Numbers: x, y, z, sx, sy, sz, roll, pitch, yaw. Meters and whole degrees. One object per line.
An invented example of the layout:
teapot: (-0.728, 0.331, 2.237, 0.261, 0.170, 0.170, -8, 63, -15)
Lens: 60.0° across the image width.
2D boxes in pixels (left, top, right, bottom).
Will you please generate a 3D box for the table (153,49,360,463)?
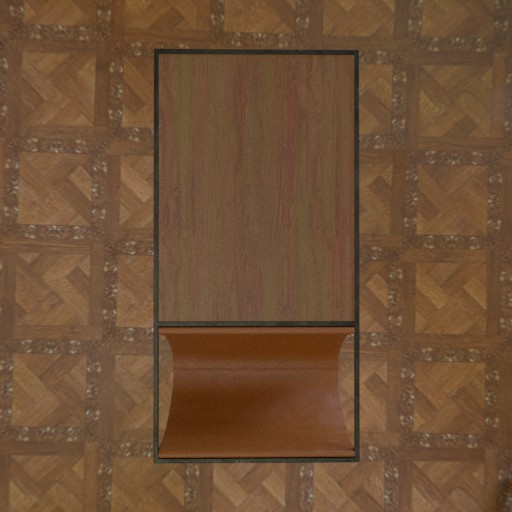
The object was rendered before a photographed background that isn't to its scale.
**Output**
table: (0.000, 0.000, 1.482, 0.597, 0.403, 1.199, 0, 90, -1)
